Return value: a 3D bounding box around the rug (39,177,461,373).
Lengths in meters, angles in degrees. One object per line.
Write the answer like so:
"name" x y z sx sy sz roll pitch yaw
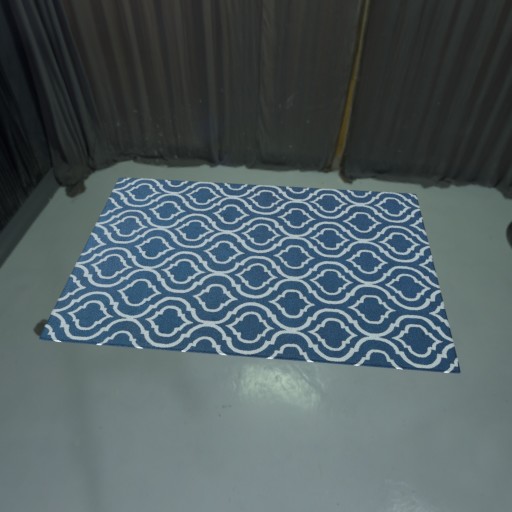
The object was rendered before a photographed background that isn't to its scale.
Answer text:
"rug" 0.000 0.000 2.220 1.753 0.010 1.143 4 47 4
